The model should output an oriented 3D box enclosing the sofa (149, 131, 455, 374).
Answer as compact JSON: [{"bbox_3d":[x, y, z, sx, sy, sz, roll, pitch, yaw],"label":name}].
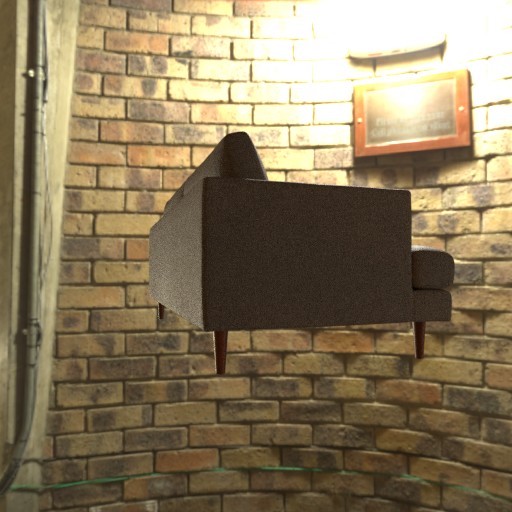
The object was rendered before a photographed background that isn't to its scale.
[{"bbox_3d":[0.000,0.000,2.508,1.020,0.868,1.948,1,-2,-19],"label":"sofa"}]
